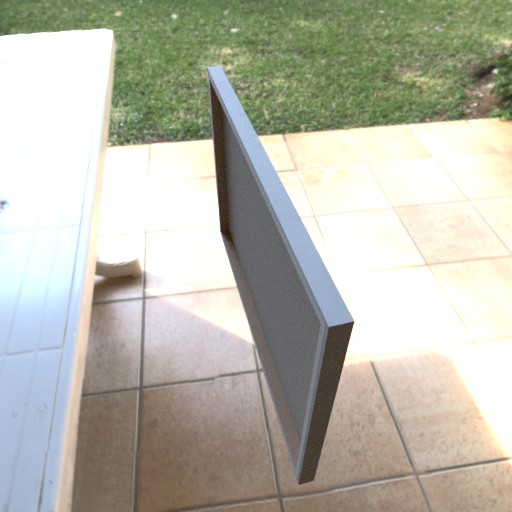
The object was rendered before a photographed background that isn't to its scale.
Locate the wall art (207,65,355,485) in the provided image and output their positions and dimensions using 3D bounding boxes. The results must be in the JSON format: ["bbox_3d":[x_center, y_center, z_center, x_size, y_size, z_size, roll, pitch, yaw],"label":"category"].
[{"bbox_3d":[0.000,0.000,1.132,0.038,0.610,0.915,-10,46,-10],"label":"wall art"}]
